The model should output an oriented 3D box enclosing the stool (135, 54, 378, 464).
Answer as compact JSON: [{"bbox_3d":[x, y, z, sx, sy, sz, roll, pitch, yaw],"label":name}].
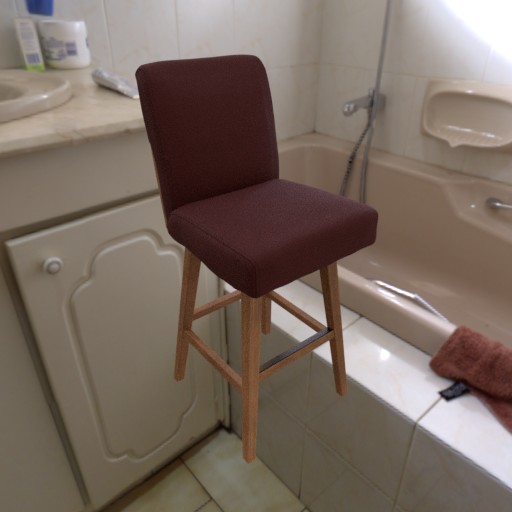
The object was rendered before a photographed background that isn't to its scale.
[{"bbox_3d":[0.000,0.000,1.379,0.468,1.093,0.562,-22,37,-33],"label":"stool"}]
